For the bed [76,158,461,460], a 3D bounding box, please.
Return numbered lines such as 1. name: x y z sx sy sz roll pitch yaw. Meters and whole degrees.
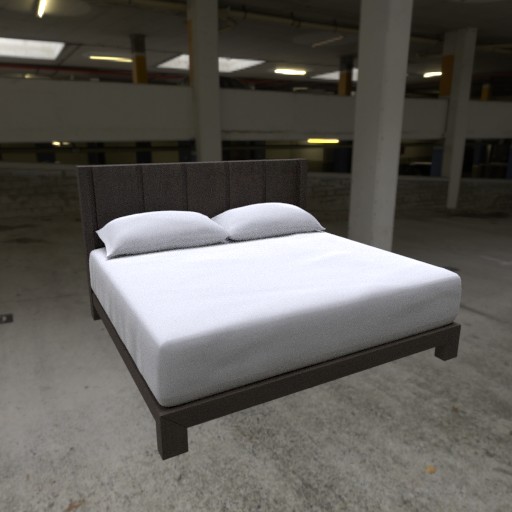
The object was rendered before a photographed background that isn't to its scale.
1. bed: 0.000 0.000 3.303 2.134 1.270 2.012 -8 18 -28
